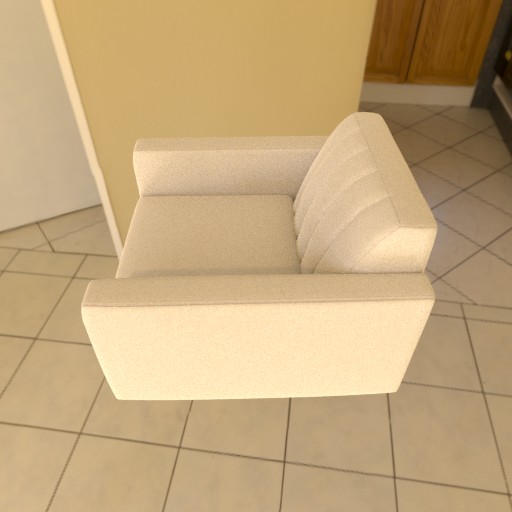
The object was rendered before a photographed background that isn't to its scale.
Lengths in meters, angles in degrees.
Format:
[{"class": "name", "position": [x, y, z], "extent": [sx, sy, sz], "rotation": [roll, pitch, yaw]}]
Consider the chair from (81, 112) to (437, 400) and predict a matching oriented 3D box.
[{"class": "chair", "position": [0.000, 0.000, 1.664], "extent": [0.998, 0.819, 0.953], "rotation": [-1, 43, -1]}]
